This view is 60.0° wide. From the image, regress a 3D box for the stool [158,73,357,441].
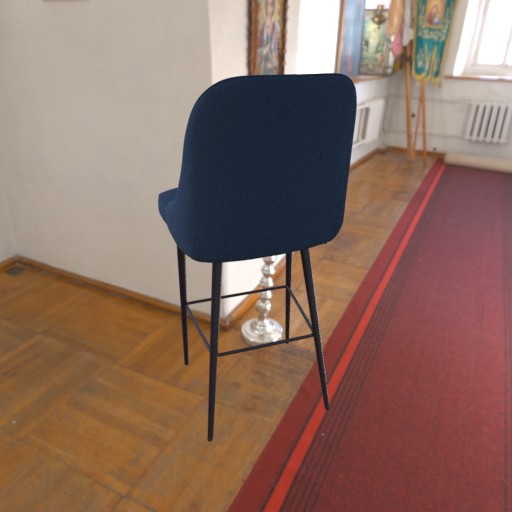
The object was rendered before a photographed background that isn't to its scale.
[{"bbox_3d":[0.000,0.000,1.370,0.527,1.079,0.489,-9,28,-16],"label":"stool"}]
